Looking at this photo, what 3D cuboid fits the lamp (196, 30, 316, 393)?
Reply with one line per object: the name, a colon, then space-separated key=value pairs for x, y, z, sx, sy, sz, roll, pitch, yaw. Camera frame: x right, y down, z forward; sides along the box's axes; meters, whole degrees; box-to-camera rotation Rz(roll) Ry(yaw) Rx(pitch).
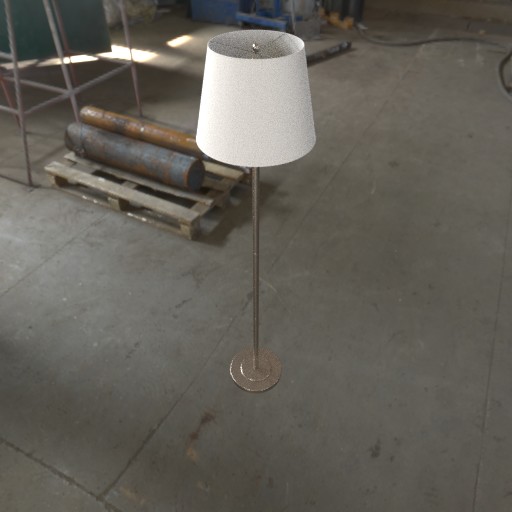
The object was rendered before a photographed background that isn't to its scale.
lamp: x=0.000 y=0.000 z=1.639 sx=0.355 sy=1.473 sz=0.355 roll=0 pitch=42 yaw=0
